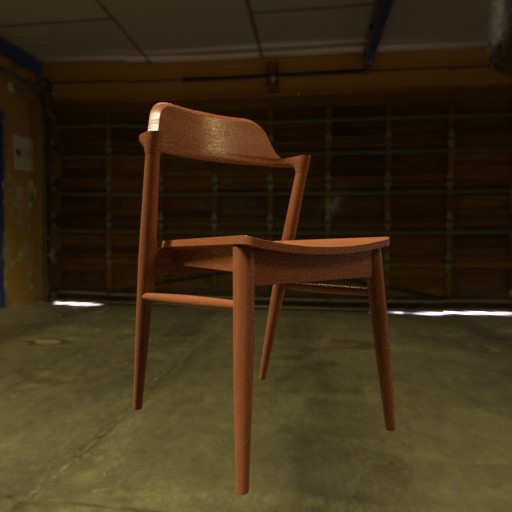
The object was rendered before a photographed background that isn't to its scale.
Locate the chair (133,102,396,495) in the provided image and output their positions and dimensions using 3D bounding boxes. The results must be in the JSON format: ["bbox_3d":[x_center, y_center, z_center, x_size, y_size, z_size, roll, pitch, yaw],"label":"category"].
[{"bbox_3d":[0.000,0.000,1.077,0.496,0.801,0.499,-1,2,-37],"label":"chair"}]
